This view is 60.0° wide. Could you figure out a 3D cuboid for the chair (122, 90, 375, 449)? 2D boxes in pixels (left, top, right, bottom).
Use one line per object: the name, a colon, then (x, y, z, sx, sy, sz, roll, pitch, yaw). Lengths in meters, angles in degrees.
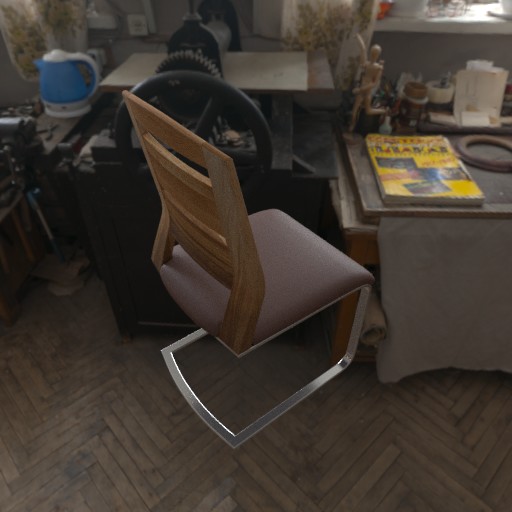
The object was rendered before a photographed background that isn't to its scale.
chair: (0.000, 0.000, 1.281, 0.570, 0.970, 0.460, -26, 46, -28)
